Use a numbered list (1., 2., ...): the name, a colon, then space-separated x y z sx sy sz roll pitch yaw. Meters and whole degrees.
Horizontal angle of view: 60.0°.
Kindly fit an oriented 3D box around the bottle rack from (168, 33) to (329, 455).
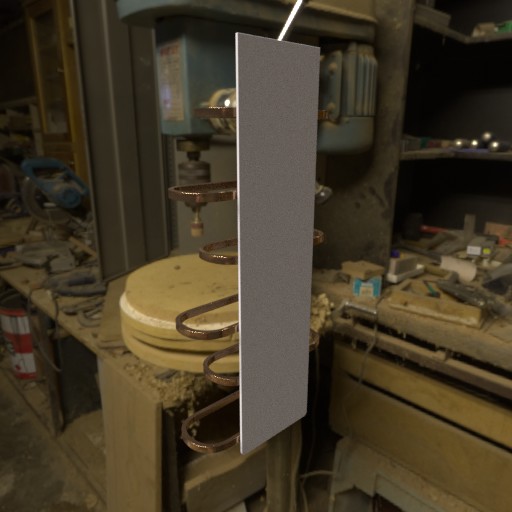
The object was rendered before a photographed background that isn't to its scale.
1. bottle rack: 0.000 0.000 0.817 0.332 0.709 0.118 -15 22 -41
